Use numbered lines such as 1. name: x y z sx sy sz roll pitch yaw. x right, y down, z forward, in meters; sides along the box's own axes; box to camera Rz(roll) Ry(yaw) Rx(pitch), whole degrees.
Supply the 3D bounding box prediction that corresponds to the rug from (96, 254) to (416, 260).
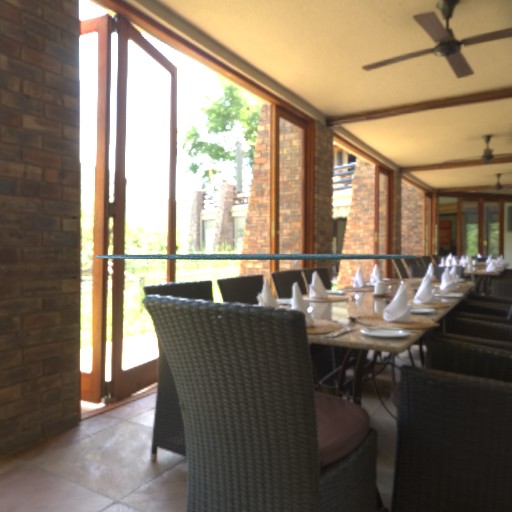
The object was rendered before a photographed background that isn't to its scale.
1. rug: 0.000 0.000 2.341 1.593 0.012 1.593 0 1 0
